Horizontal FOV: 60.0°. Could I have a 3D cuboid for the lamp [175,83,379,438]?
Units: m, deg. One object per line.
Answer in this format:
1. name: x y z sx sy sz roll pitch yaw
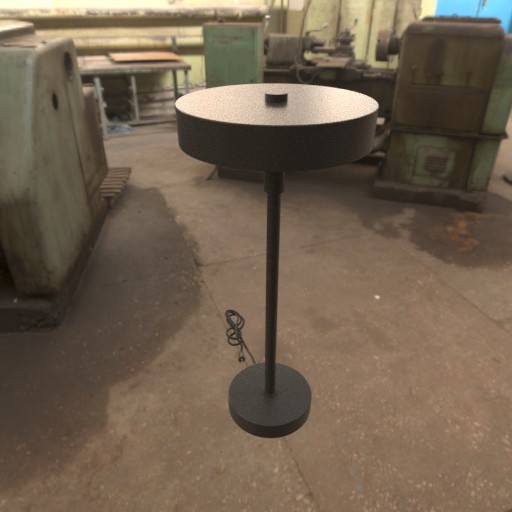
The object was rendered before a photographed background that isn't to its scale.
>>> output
1. lamp: 0.000 0.000 0.688 0.229 0.508 0.369 -10 32 -16
